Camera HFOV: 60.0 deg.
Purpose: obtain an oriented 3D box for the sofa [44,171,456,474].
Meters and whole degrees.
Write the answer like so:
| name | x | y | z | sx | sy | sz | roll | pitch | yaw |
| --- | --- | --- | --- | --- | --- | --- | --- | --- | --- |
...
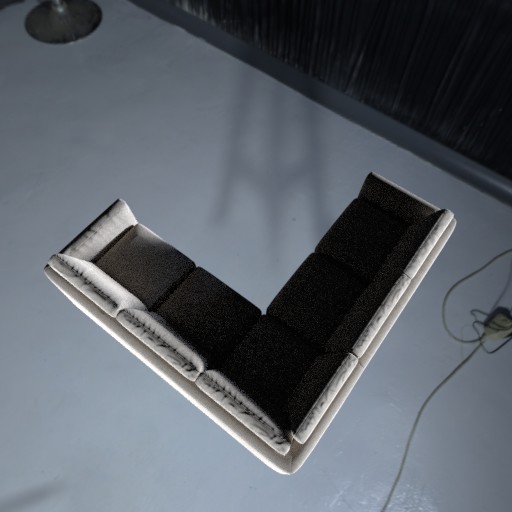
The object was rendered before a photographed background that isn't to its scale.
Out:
| name | x | y | z | sx | sy | sz | roll | pitch | yaw |
| --- | --- | --- | --- | --- | --- | --- | --- | --- | --- |
| sofa | 0.000 | 0.000 | 3.752 | 2.438 | 0.864 | 2.438 | 34 | 67 | 16 |
